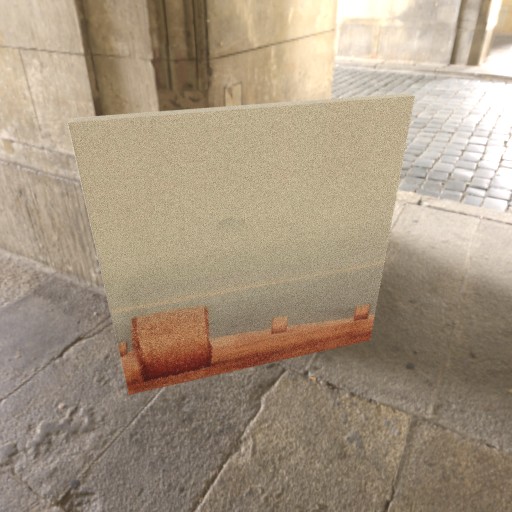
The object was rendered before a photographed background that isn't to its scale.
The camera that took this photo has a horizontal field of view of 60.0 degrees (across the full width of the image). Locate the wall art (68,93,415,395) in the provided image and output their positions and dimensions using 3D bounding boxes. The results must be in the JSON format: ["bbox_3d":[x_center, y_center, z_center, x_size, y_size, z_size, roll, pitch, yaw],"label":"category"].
[{"bbox_3d":[0.000,0.000,1.153,0.760,0.760,0.042,-9,33,-14],"label":"wall art"}]
